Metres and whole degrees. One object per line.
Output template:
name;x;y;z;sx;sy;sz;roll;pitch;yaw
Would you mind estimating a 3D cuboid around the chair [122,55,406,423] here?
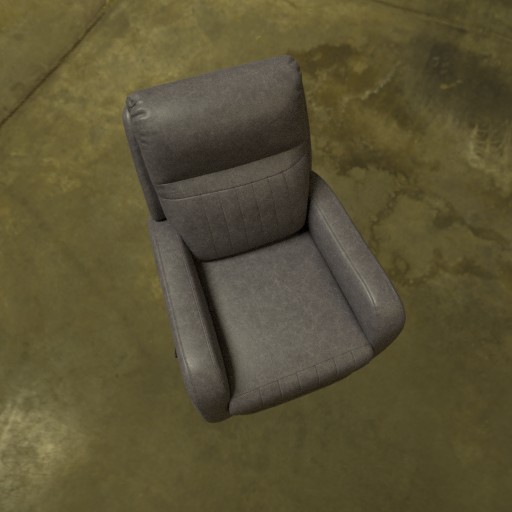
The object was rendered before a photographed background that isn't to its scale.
chair;0.000;0.000;1.779;0.865;1.067;1.067;-18;65;-9
